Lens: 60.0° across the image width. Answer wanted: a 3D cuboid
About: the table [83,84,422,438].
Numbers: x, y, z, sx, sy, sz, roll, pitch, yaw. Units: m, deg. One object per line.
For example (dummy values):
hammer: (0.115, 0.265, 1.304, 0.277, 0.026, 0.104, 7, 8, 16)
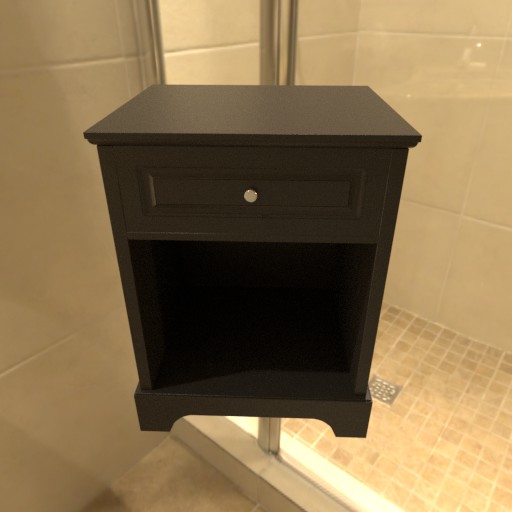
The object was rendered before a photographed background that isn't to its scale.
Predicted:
table: (0.000, 0.000, 0.922, 0.460, 0.610, 0.399, 1, 30, 2)
